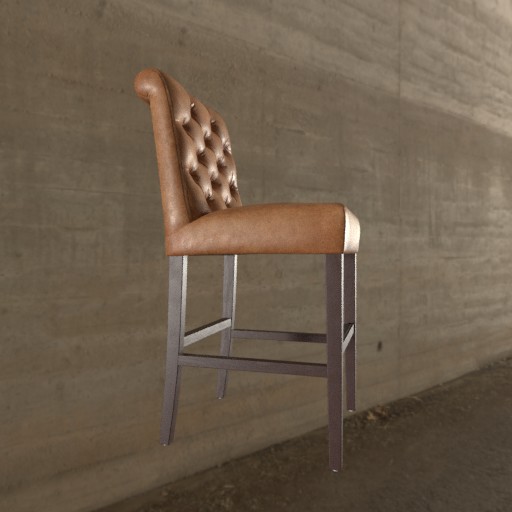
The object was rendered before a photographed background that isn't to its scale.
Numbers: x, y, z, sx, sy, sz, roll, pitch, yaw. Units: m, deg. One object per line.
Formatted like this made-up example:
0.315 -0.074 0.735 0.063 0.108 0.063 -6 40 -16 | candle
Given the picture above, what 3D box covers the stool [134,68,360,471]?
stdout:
0.000 0.000 1.370 0.601 1.047 0.493 0 0 17 | stool
